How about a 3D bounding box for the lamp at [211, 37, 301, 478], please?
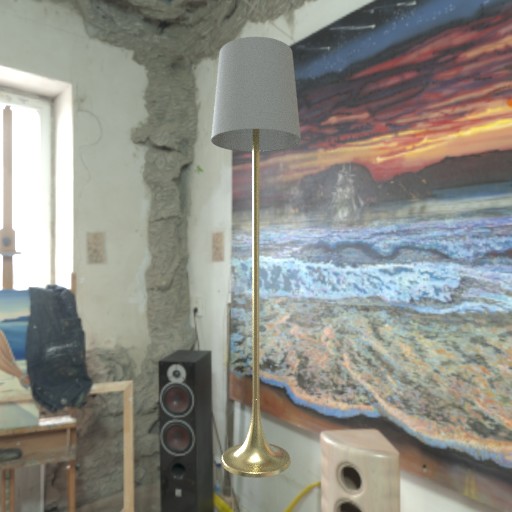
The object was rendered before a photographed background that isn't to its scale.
[{"bbox_3d":[0.000,0.000,1.673,0.337,1.543,0.337,0,0,0],"label":"lamp"}]
